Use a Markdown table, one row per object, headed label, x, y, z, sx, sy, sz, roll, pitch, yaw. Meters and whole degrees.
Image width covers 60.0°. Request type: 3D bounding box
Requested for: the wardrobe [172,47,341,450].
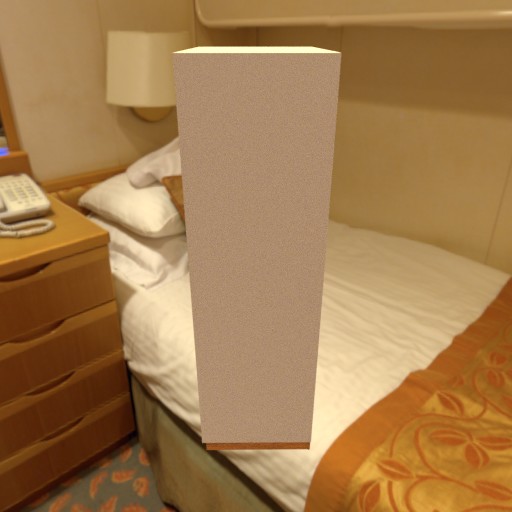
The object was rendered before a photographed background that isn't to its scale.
| label | x | y | z | sx | sy | sz | roll | pitch | yaw |
| --- | --- | --- | --- | --- | --- | --- | --- | --- | --- |
| wardrobe | 0.000 | 0.000 | 2.412 | 0.600 | 2.040 | 0.860 | 0 | 27 | 0 |
